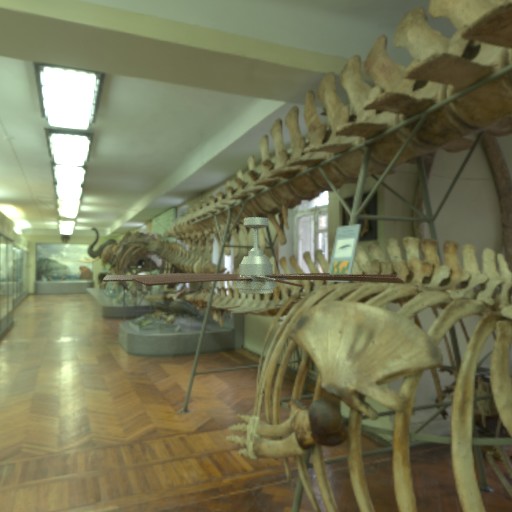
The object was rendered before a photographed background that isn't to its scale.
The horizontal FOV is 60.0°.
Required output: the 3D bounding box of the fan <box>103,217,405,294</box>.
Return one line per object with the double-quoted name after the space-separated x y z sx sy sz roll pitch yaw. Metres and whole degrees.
0.000 0.000 2.794 1.830 0.472 1.830 -1 -2 36 "fan"
